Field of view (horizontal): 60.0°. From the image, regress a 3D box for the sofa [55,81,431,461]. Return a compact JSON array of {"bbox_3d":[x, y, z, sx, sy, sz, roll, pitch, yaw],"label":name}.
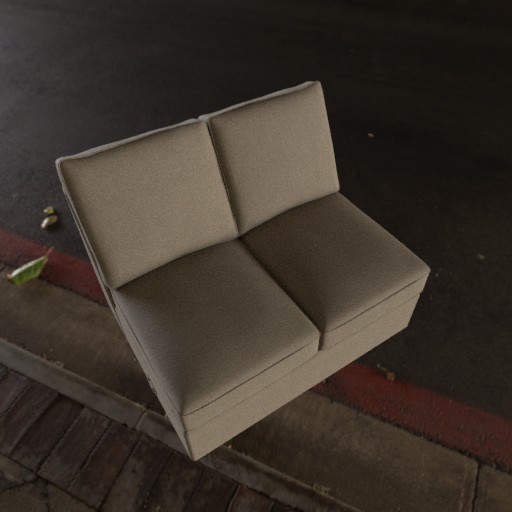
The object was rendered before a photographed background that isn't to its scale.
[{"bbox_3d":[0.000,0.000,1.945,1.232,1.006,0.978,-25,51,-22],"label":"sofa"}]
